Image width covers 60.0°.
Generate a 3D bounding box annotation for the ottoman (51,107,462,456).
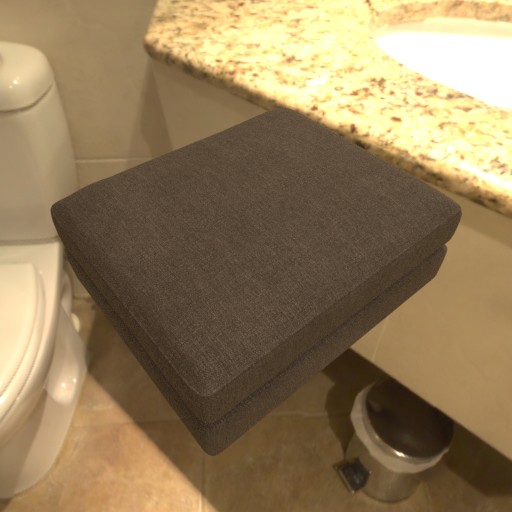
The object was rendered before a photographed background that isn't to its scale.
[{"bbox_3d":[0.000,0.000,1.238,0.821,0.474,0.693,-31,54,-26],"label":"ottoman"}]
